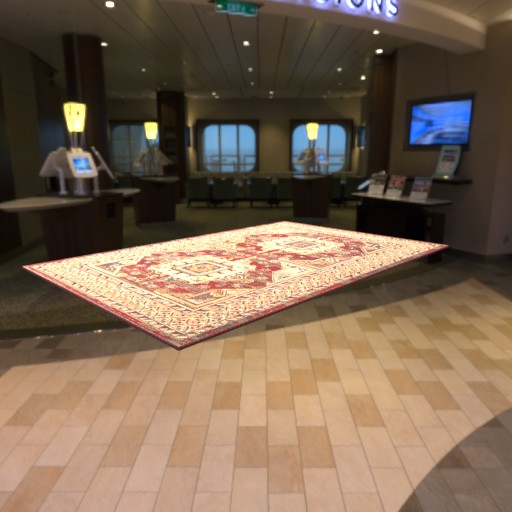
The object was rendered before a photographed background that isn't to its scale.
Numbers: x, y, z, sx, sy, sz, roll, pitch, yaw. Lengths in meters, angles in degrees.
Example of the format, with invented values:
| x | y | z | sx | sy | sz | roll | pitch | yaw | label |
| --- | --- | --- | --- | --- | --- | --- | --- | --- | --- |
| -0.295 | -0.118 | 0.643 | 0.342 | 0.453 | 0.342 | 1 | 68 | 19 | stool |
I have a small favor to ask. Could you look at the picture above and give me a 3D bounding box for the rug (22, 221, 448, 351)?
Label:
| x | y | z | sx | sy | sz | roll | pitch | yaw | label |
| --- | --- | --- | --- | --- | --- | --- | --- | --- | --- |
| 0.000 | 0.000 | 5.641 | 3.033 | 0.033 | 4.578 | 13 | 19 | 43 | rug |
